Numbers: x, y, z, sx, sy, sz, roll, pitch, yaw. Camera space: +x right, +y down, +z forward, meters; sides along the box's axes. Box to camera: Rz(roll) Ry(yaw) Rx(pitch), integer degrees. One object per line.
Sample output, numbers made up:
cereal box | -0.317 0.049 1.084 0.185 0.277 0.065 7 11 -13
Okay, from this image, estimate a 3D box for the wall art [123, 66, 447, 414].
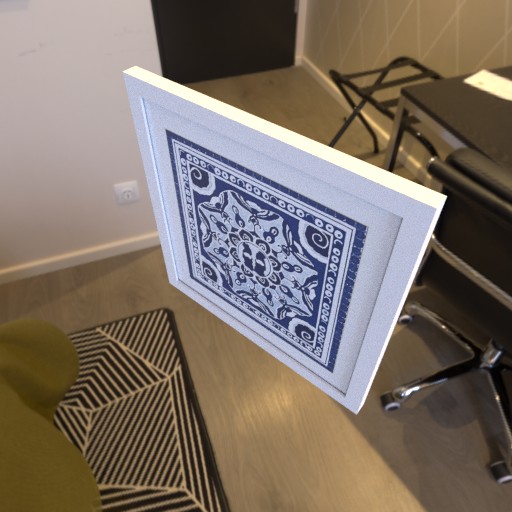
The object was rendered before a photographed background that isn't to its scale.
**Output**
wall art | 0.000 0.000 0.840 0.559 0.559 0.028 31 54 26
